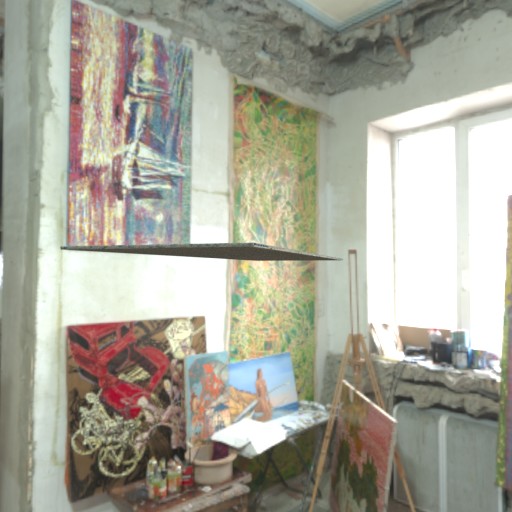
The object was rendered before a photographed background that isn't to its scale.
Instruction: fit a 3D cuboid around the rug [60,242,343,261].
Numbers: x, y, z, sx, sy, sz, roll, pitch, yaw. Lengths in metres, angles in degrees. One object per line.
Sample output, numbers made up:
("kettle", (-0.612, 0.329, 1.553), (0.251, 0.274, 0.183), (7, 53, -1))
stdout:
("rug", (0.000, 0.000, 2.705), (0.770, 0.013, 2.434), (-1, -2, 18))
